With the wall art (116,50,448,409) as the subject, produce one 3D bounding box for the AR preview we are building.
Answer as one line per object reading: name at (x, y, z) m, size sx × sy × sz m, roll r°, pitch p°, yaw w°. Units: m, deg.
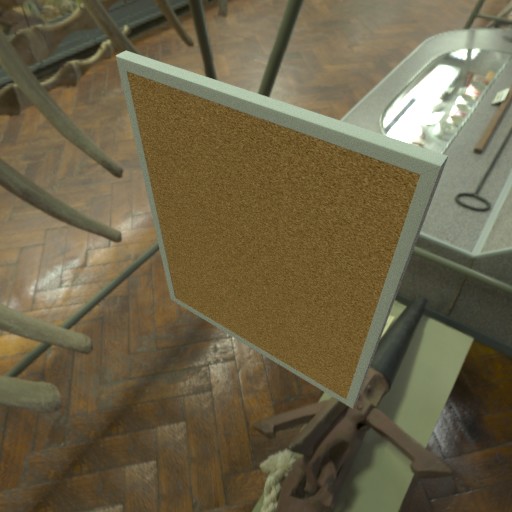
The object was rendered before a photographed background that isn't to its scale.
wall art at (0.000, 0.000, 0.710) m, size 0.444 × 0.536 × 0.020 m, roll 27°, pitch 52°, yaw 23°
